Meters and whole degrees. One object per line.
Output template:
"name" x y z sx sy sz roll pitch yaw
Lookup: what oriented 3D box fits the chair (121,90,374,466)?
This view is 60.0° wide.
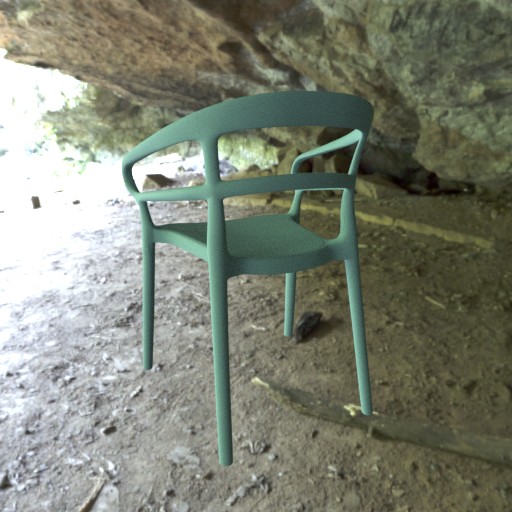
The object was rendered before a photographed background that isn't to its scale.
"chair" 0.000 0.000 1.144 0.559 0.761 0.527 -8 17 -26
